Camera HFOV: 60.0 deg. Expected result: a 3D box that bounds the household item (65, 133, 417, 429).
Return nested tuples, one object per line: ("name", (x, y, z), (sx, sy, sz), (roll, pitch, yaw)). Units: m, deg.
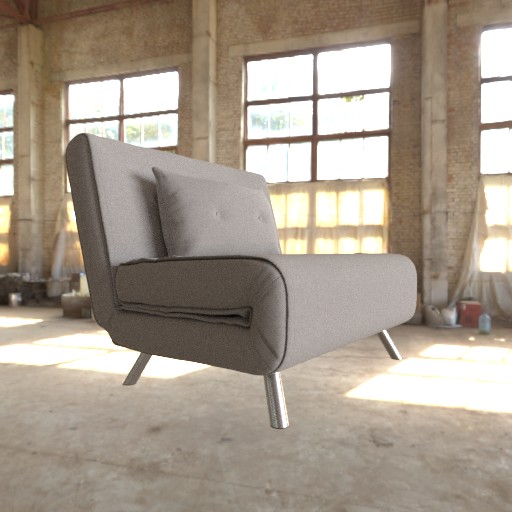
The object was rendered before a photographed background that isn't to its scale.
("household item", (0.000, 0.000, 1.609), (0.874, 0.800, 1.000), (0, 1, 37))
